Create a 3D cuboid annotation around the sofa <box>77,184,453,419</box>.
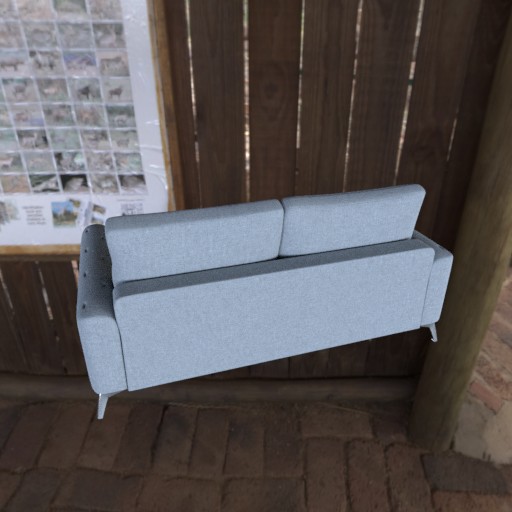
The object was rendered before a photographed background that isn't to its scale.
[{"bbox_3d":[0.000,0.000,2.212,1.650,0.790,0.920,-8,28,-16],"label":"sofa"}]
